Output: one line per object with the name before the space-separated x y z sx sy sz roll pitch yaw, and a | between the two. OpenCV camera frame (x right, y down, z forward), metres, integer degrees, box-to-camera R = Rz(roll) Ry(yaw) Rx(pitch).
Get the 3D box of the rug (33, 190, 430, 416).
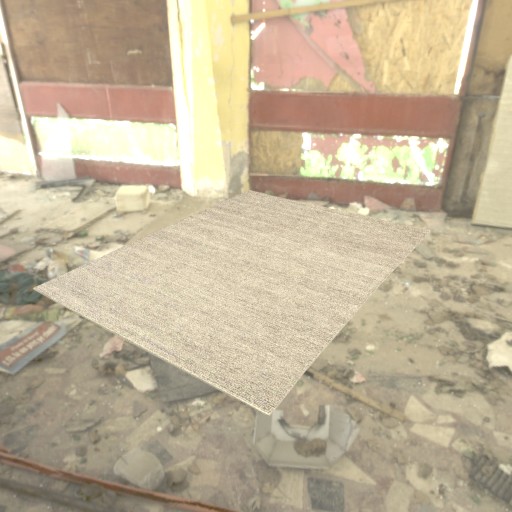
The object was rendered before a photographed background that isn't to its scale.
rug | 0.000 0.000 4.323 2.434 0.045 3.202 18 32 31
